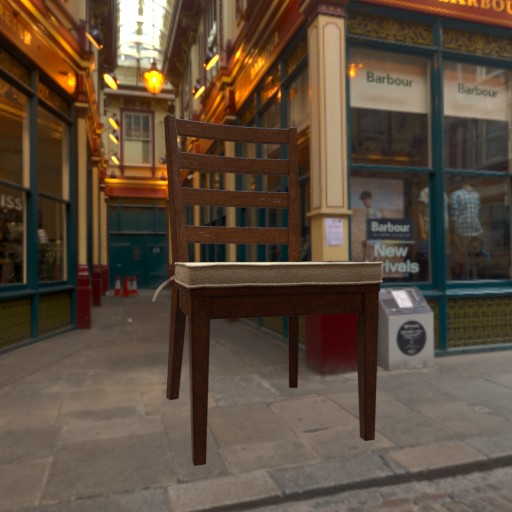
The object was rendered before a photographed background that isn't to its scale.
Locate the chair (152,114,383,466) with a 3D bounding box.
[{"bbox_3d":[0.000,0.000,1.369,0.593,0.979,0.595,0,0,-18],"label":"chair"}]
